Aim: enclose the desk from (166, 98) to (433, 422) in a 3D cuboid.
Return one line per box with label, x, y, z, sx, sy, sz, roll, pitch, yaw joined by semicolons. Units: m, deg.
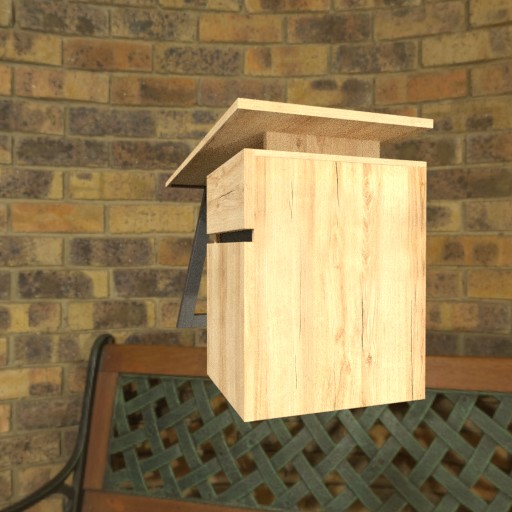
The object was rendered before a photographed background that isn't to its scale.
desk;0.000;0.000;1.787;0.550;0.760;1.400;0;1;-18
